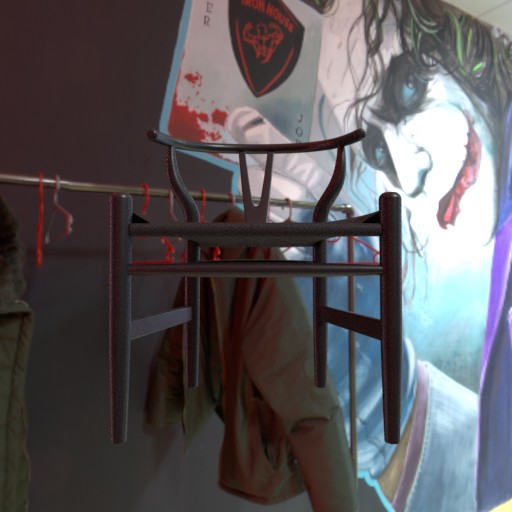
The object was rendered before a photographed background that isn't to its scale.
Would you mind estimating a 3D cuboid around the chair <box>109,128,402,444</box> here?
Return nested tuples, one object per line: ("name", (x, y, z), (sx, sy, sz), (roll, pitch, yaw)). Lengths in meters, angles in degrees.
("chair", (0.000, 0.000, 1.131), (0.569, 0.730, 0.579), (0, -2, 0))
